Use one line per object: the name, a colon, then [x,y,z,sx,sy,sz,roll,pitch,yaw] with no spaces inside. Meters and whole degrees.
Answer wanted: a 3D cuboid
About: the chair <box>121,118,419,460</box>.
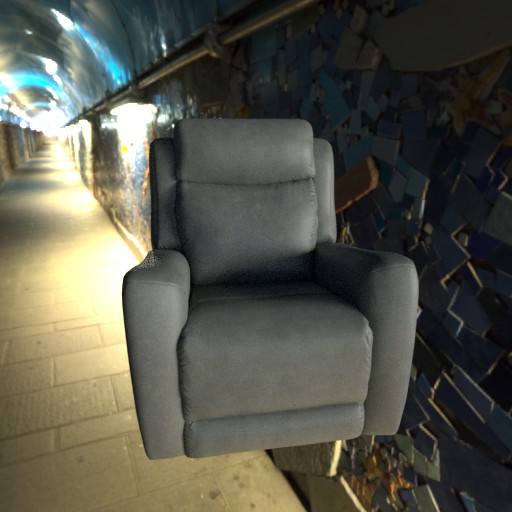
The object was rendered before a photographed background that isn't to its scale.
chair: [0.000,0.000,1.850,0.965,1.116,1.068,-2,16,-8]
